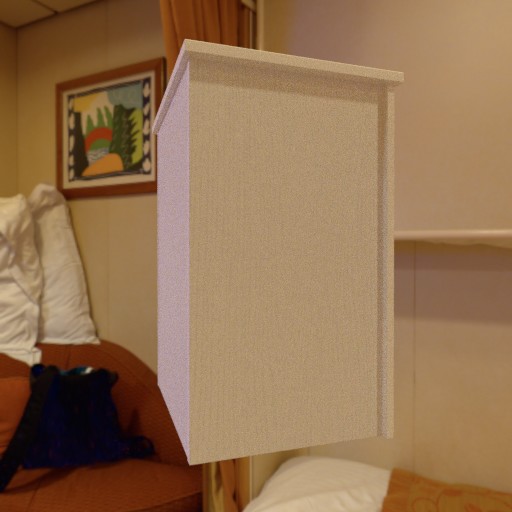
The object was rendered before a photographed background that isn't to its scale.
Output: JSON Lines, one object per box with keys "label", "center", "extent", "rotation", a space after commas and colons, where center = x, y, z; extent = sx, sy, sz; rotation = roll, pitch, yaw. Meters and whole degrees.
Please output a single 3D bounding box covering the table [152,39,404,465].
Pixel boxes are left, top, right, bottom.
{"label": "table", "center": [0.000, 0.000, 0.934], "extent": [0.381, 0.635, 0.480], "rotation": [0, 0, -19]}
